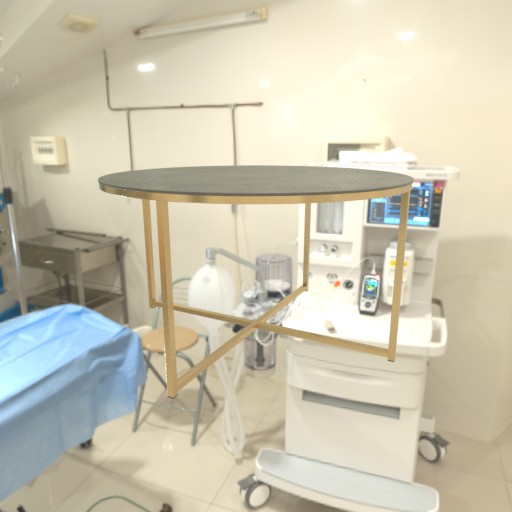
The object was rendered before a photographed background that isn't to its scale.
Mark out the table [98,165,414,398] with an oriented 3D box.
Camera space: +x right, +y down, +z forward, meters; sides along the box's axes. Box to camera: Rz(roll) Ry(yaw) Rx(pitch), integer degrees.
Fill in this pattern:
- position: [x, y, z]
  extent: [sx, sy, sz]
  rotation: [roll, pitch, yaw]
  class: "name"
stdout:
- position: [0.000, 0.000, 1.244]
  extent: [0.800, 0.450, 0.800]
  rotation: [0, 15, 0]
  class: "table"
